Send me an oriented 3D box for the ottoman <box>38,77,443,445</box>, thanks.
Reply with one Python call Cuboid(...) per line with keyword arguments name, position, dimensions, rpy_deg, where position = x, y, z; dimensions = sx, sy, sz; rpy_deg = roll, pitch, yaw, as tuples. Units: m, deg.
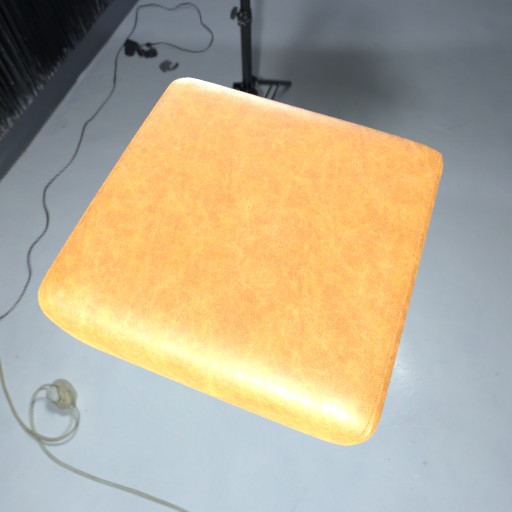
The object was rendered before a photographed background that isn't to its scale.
Cuboid(name="ottoman", position=(0.000, 0.000, 1.020), dimensions=(0.650, 0.399, 0.650), rpy_deg=(19, 65, 9))
